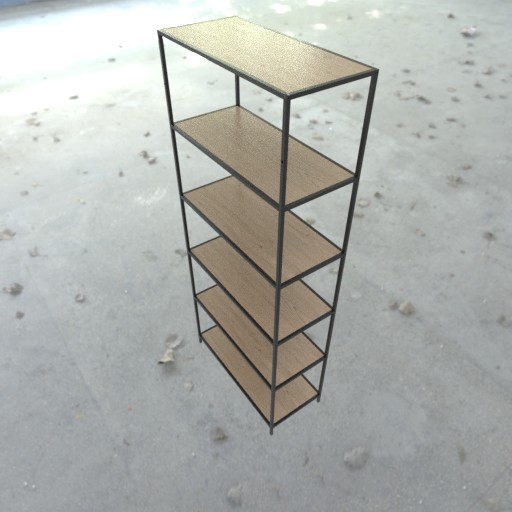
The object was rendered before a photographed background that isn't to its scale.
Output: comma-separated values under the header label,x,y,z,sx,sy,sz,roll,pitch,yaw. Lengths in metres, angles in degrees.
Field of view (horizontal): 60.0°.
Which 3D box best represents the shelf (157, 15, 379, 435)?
label,x,y,z,sx,sy,sz,roll,pitch,yaw
shelf,0.000,0.000,2.084,0.350,1.850,0.770,-25,47,-26
